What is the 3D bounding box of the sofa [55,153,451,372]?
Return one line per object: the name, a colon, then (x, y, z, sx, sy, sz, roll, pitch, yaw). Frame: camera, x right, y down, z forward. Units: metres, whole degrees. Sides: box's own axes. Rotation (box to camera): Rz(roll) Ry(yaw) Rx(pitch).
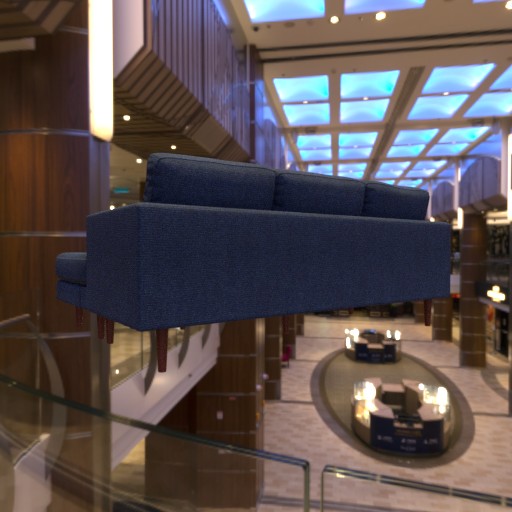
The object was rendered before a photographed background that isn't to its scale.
sofa: (0.000, 0.000, 2.991, 2.233, 0.956, 1.504, -1, 1, -36)
